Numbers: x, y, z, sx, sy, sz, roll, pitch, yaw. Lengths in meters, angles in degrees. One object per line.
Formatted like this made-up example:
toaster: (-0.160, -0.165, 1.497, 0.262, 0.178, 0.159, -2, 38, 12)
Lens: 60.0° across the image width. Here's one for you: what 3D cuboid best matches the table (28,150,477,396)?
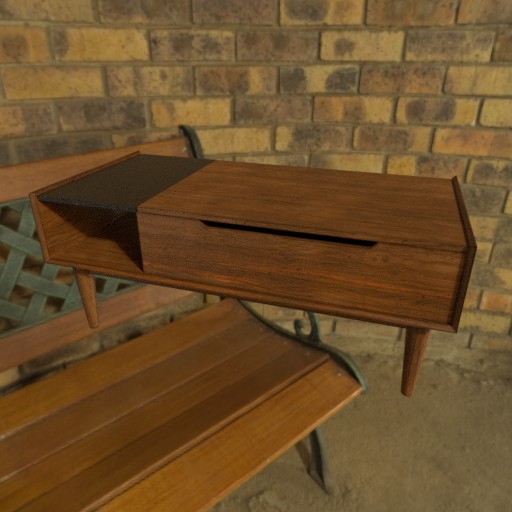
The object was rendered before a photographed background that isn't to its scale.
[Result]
table: (0.000, 0.000, 1.513, 1.221, 0.508, 0.610, 8, 27, 16)
